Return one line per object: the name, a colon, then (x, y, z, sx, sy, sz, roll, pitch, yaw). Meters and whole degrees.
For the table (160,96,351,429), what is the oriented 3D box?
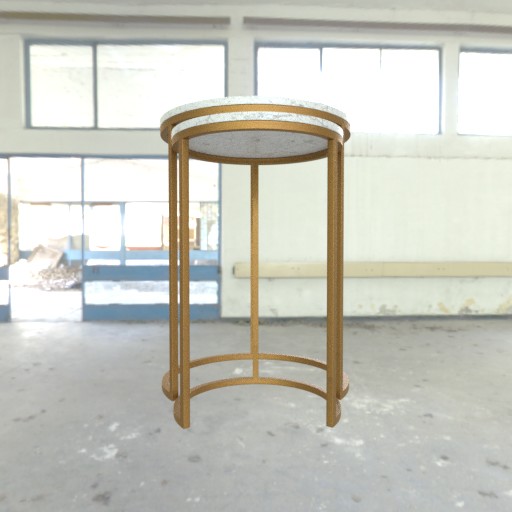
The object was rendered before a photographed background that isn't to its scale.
table: (0.000, 0.000, 0.903, 0.400, 0.550, 0.507, 0, 2, -1)
